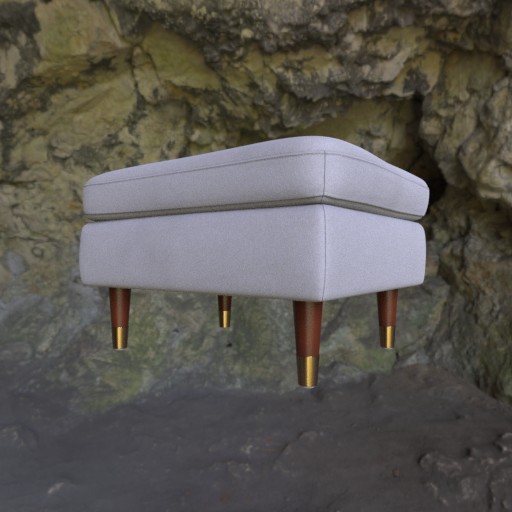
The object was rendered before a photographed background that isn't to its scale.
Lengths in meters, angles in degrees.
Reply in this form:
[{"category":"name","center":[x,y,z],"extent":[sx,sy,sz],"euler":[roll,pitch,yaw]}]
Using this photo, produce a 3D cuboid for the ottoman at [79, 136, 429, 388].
[{"category":"ottoman","center":[0.000,0.000,1.133],"extent":[0.747,0.478,0.593],"euler":[0,0,36]}]
